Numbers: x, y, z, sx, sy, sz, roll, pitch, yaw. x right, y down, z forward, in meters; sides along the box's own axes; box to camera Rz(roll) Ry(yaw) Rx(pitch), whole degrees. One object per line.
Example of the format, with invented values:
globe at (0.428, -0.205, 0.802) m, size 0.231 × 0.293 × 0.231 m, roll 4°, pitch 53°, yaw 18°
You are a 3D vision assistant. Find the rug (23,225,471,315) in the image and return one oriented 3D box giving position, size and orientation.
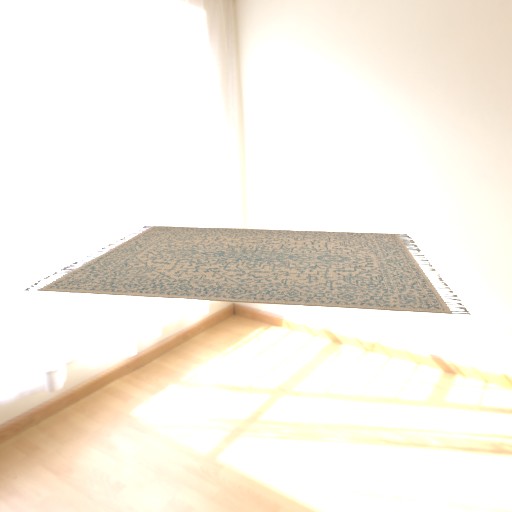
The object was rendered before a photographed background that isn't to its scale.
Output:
rug at (0.000, 0.000, 4.362) m, size 3.327 × 0.010 × 2.464 m, roll 2°, pitch 16°, yaw 8°
